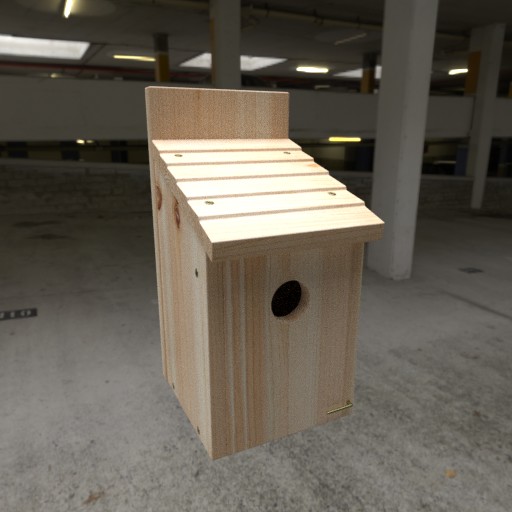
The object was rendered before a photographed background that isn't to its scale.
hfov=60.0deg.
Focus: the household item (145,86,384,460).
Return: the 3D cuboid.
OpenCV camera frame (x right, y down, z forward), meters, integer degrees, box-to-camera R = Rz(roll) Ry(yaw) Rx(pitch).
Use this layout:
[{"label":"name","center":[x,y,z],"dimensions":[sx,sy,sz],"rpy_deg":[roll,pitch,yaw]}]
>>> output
[{"label":"household item","center":[0.000,0.000,0.410],"dimensions":[0.149,0.300,0.171],"rpy_deg":[-8,17,-25]}]
